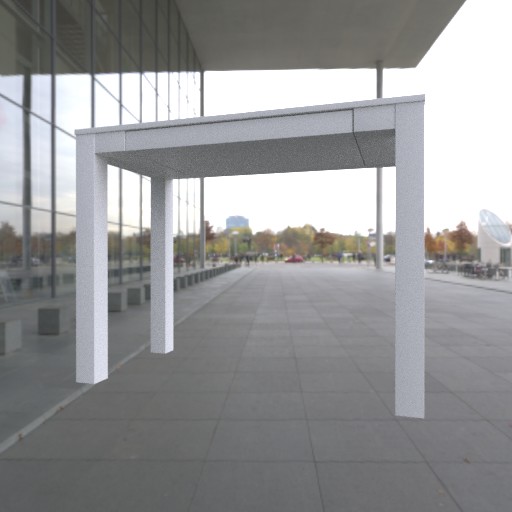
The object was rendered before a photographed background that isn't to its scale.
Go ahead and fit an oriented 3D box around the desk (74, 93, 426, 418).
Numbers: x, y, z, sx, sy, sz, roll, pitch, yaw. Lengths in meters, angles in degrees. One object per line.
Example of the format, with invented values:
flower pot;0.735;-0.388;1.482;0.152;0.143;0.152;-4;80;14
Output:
desk;0.000;0.000;1.423;0.990;0.762;0.497;0;0;18
